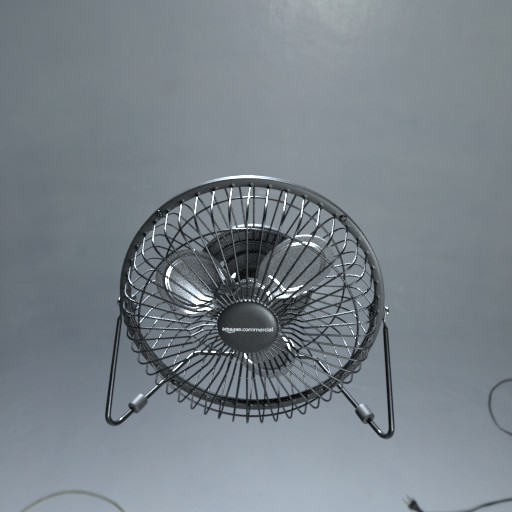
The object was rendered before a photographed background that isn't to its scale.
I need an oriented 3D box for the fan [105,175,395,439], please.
[{"bbox_3d":[0.000,0.000,0.373,0.209,0.188,0.227,2,32,3],"label":"fan"}]
